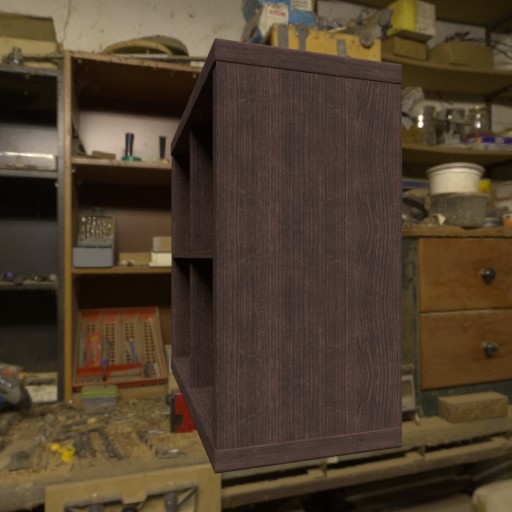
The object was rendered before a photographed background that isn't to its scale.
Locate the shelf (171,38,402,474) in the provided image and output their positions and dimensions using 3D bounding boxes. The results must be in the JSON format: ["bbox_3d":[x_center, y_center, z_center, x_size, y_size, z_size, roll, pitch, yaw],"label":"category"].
[{"bbox_3d":[0.000,0.000,1.234,0.390,0.786,0.790,0,0,-17],"label":"shelf"}]
